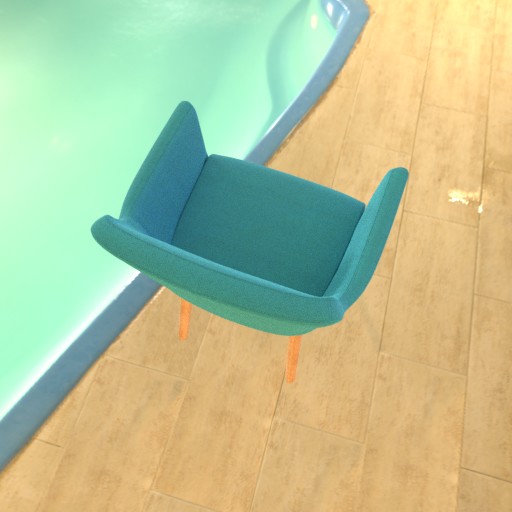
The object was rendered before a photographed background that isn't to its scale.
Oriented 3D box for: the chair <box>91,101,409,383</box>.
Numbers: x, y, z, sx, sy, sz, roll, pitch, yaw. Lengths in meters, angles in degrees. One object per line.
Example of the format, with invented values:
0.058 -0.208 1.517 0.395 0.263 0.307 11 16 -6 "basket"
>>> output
0.000 0.000 1.161 0.570 0.780 0.540 20 66 9 "chair"
